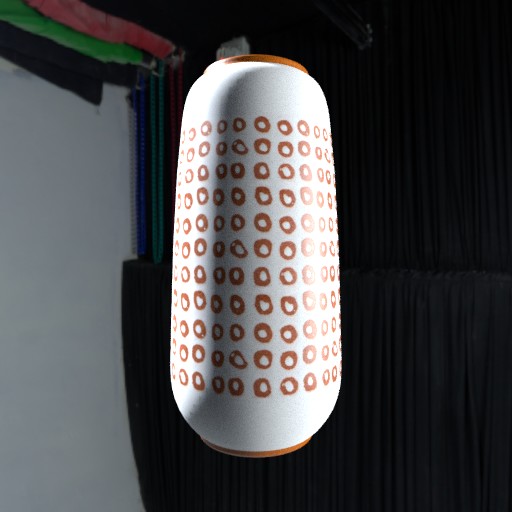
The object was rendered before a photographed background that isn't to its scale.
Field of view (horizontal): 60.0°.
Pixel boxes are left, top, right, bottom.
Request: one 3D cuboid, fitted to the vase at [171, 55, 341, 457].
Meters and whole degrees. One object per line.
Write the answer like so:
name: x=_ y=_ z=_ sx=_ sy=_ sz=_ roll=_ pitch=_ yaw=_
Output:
vase: x=0.000 y=0.000 z=0.351 sx=0.133 sy=0.282 sz=0.133 roll=0 pitch=1 yaw=0
